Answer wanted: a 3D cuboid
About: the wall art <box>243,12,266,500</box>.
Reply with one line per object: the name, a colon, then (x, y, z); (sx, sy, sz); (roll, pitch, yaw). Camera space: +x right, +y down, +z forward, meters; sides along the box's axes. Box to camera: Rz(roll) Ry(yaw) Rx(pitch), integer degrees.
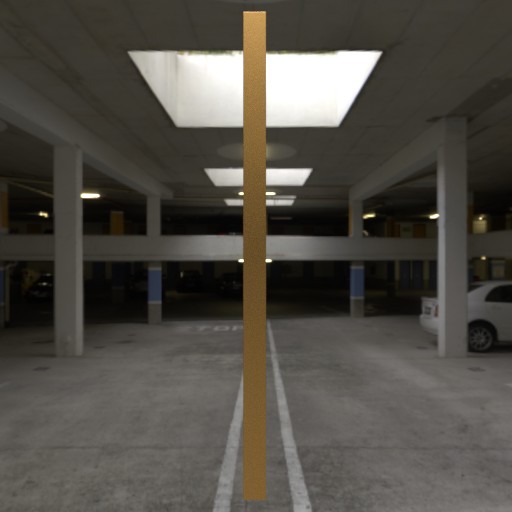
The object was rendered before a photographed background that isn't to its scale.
wall art: (0.000, 0.000, 1.041); (0.038, 0.812, 0.610); (0, 0, 0)
